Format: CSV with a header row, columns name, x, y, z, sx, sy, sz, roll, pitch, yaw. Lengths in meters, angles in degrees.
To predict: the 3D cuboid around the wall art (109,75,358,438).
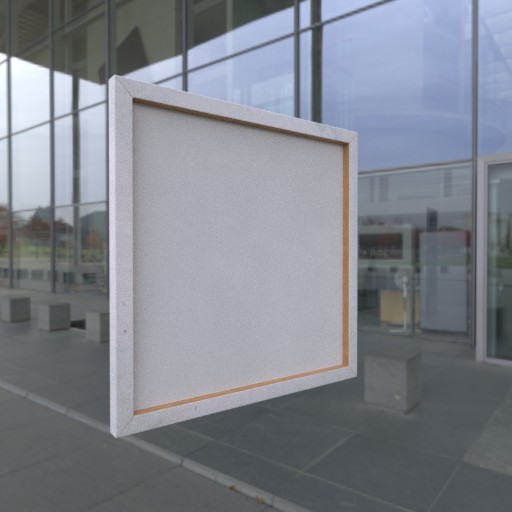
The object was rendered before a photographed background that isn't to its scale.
name,x,y,z,sx,sy,sz,roll,pitch,yaw
wall art,0.000,0.000,1.169,0.762,0.762,0.038,-1,1,-37
